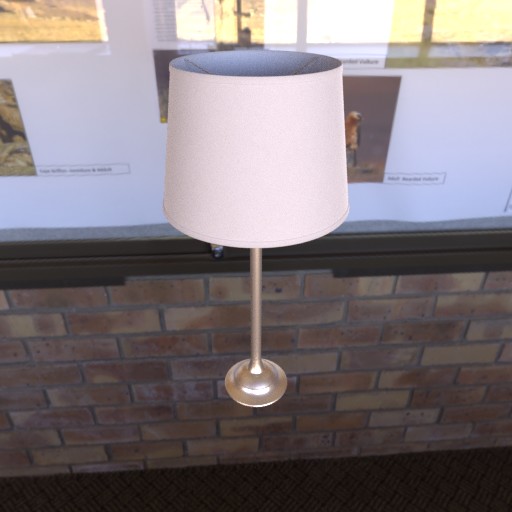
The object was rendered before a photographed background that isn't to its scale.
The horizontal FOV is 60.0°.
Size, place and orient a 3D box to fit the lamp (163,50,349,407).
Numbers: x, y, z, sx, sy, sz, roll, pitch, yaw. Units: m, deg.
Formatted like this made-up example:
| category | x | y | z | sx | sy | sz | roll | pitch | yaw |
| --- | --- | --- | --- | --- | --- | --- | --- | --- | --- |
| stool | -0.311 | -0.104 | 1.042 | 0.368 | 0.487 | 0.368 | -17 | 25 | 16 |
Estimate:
| category | x | y | z | sx | sy | sz | roll | pitch | yaw |
| --- | --- | --- | --- | --- | --- | --- | --- | --- | --- |
| lamp | 0.000 | 0.000 | 0.860 | 0.331 | 0.698 | 0.331 | 0 | 32 | 0 |
